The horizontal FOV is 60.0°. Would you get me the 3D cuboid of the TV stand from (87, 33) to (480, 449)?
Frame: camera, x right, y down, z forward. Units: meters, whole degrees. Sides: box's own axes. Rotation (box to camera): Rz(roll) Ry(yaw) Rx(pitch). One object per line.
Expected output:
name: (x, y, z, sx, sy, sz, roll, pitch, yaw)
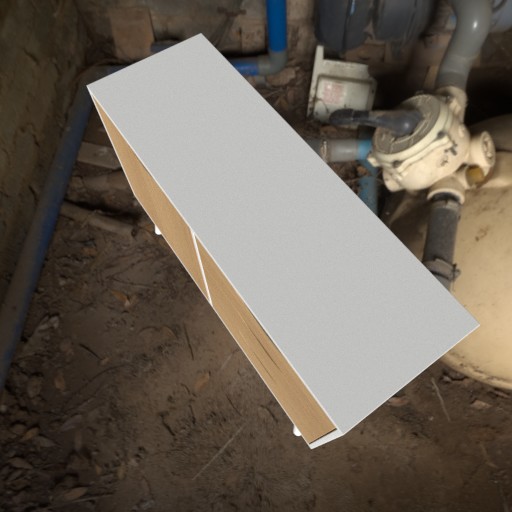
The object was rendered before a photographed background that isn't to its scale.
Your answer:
TV stand: (0.000, 0.000, 1.532, 0.406, 0.812, 1.193, -32, 68, -15)
